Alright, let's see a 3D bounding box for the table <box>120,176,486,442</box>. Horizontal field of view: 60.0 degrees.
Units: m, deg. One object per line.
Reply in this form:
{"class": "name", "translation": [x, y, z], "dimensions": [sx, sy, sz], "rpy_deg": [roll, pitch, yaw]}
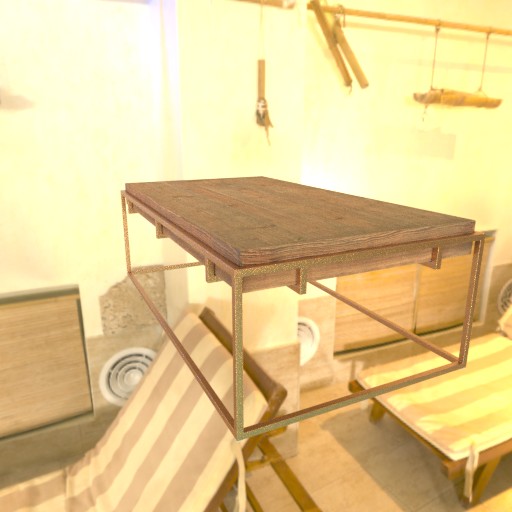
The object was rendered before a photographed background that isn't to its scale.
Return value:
{"class": "table", "translation": [0.000, 0.000, 1.747], "dimensions": [0.775, 0.468, 1.387], "rpy_deg": [-8, 18, -25]}
